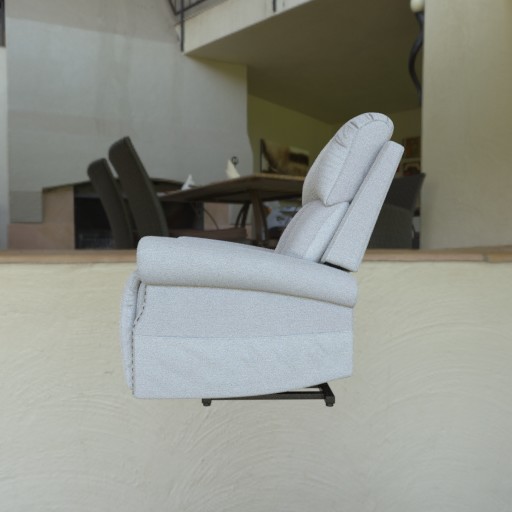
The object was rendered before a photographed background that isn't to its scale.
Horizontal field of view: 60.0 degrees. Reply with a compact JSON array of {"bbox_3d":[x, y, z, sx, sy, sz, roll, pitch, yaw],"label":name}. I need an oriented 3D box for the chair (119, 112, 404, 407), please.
[{"bbox_3d":[0.000,0.000,1.811,0.979,1.031,0.871,0,2,-1],"label":"chair"}]
